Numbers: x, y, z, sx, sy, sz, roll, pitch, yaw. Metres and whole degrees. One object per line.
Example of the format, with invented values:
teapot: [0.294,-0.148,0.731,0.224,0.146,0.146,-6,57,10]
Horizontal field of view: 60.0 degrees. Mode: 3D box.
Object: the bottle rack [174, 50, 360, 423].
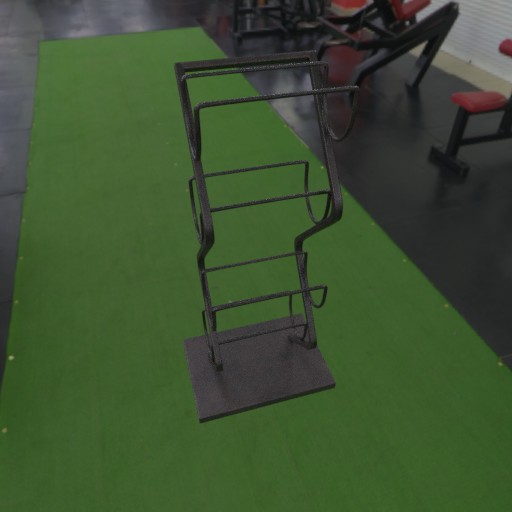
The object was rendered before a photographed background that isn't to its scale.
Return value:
bottle rack: [0.000,0.000,0.675,0.254,0.559,0.178,-11,42,-12]
